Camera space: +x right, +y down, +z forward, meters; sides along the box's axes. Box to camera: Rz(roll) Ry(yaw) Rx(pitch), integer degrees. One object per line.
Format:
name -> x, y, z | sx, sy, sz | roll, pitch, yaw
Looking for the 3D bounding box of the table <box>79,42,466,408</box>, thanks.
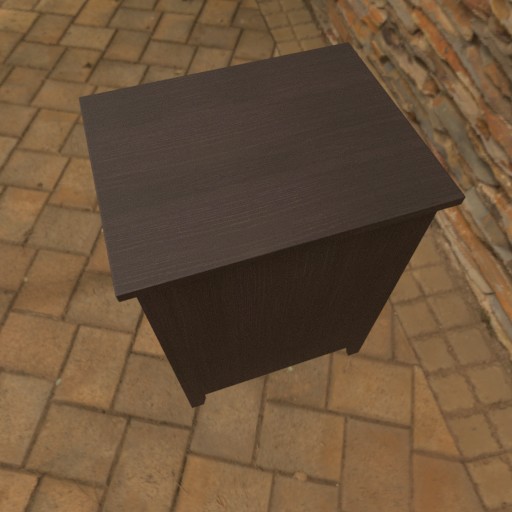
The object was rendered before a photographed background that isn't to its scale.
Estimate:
table -> 0.000, 0.000, 0.932 | 0.480, 0.635, 0.381 | -16, 59, -10
